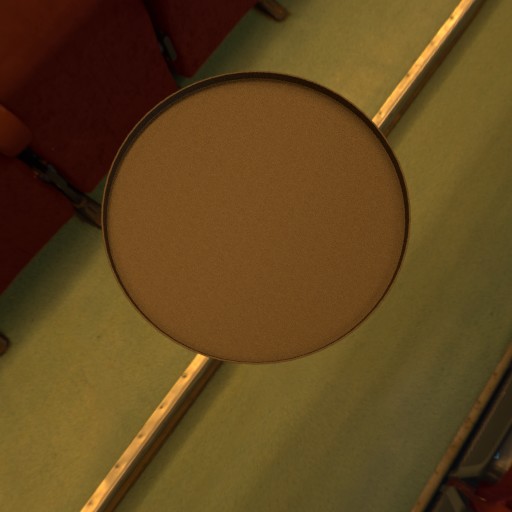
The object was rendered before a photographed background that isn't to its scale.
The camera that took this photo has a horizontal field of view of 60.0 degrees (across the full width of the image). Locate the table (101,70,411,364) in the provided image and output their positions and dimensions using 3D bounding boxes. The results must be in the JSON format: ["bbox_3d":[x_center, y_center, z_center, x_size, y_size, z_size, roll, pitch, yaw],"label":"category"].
[{"bbox_3d":[0.000,0.000,1.061,0.502,0.700,0.502,35,79,8],"label":"table"}]
